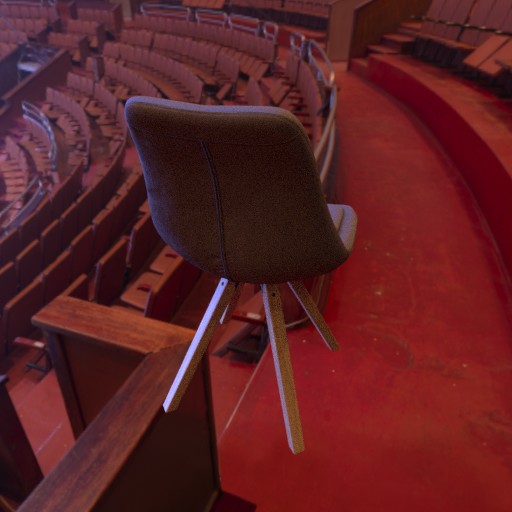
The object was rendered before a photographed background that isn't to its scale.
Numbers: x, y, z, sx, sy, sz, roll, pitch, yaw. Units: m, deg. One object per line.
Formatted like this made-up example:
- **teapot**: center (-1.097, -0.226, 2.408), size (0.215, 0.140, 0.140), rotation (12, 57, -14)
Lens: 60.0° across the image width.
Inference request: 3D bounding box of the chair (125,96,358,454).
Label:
- **chair**: center (0.000, 0.000, 1.147), size (0.483, 0.865, 0.547), rotation (11, 32, 17)
